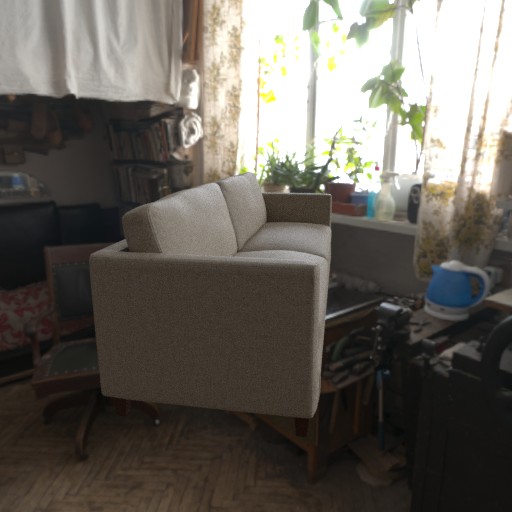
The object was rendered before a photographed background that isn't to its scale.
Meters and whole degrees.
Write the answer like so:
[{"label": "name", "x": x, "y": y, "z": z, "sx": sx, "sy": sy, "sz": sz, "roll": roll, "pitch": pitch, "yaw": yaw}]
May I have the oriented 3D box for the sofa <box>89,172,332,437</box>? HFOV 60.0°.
[{"label": "sofa", "x": 0.000, "y": 0.000, "z": 2.889, "sx": 0.951, "sy": 0.965, "sz": 2.434, "roll": 3, "pitch": 15, "yaw": 10}]
